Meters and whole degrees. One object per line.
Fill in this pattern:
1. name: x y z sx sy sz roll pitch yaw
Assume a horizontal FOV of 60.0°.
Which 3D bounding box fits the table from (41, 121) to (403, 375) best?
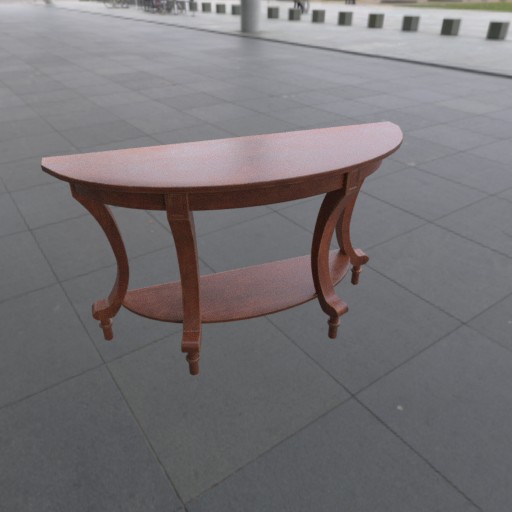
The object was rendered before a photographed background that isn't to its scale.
1. table: 0.000 0.000 1.499 1.198 0.699 0.394 -11 33 -17
